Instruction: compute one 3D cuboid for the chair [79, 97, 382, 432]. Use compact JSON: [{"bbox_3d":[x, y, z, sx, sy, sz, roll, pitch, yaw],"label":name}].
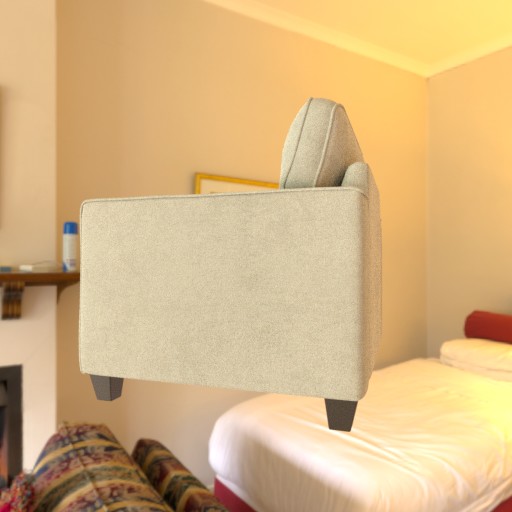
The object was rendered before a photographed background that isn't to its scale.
[{"bbox_3d":[0.000,0.000,1.778,0.939,0.965,1.015,0,0,18],"label":"chair"}]
